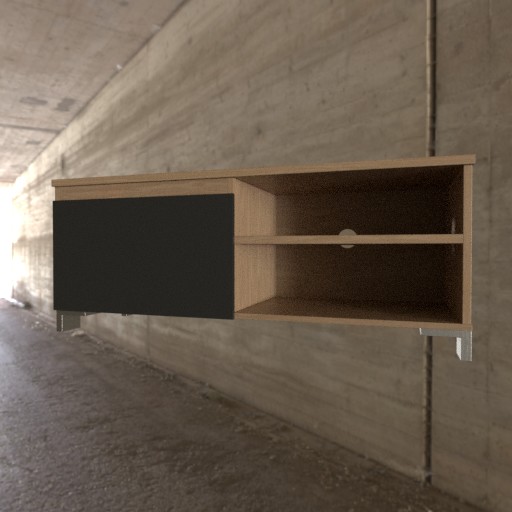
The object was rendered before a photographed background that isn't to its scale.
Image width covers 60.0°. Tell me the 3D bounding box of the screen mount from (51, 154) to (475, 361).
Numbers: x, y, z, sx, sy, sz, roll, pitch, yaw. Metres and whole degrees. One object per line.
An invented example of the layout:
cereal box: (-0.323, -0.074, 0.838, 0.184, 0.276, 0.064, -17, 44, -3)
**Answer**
screen mount: (0.000, 0.000, 1.277, 1.084, 0.432, 0.406, 0, 1, 18)
